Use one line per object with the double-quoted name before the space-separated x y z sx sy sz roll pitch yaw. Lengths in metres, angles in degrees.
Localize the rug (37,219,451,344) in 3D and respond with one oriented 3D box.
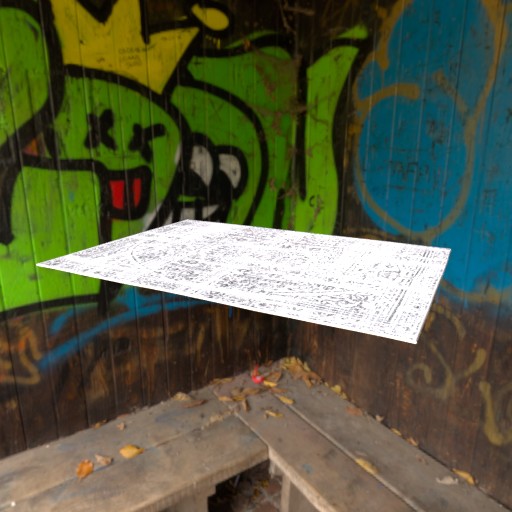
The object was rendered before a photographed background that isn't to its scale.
"rug" 0.000 0.000 3.145 2.438 0.026 1.706 8 18 26
